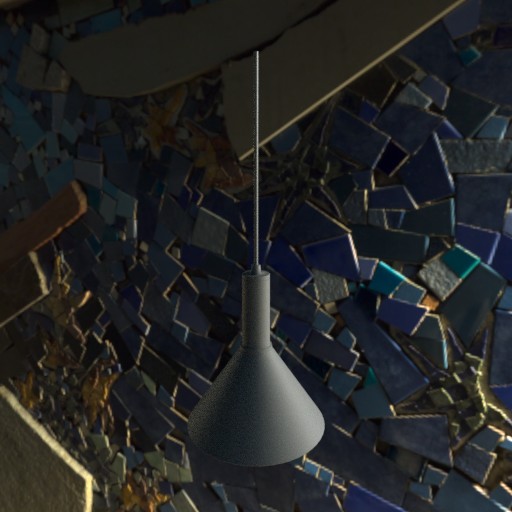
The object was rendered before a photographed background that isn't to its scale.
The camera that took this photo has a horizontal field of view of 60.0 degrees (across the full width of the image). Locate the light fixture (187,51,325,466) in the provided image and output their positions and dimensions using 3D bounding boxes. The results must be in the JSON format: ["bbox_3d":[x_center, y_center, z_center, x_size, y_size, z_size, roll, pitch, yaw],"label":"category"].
[{"bbox_3d":[0.000,0.000,0.798,0.267,0.683,0.267,-12,18,-43],"label":"light fixture"}]
